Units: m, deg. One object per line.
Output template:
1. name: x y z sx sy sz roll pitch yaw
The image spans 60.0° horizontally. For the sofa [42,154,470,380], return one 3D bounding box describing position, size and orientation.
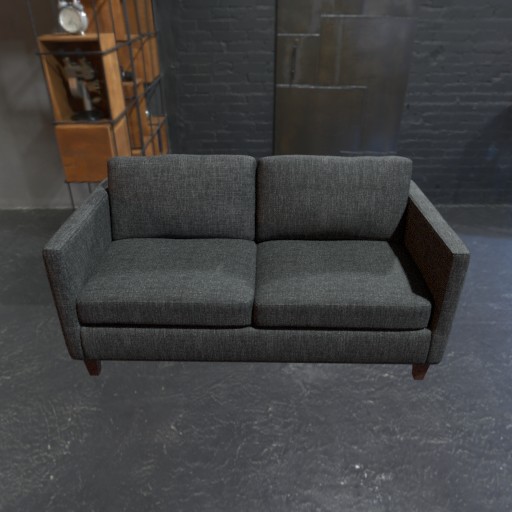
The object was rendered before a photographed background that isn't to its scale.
1. sofa: 0.000 0.000 2.417 1.884 0.963 0.950 1 30 1
